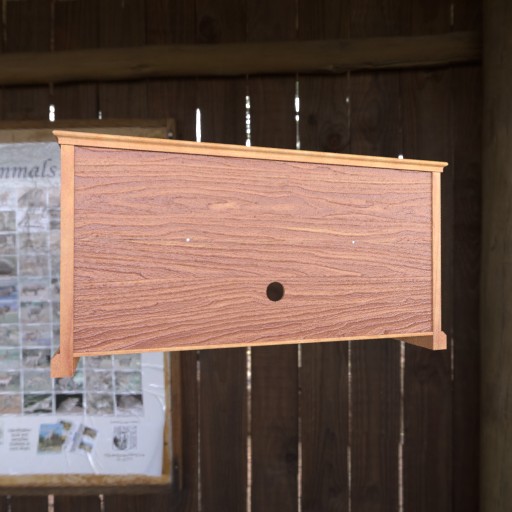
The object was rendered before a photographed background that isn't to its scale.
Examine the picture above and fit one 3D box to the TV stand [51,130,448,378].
[{"bbox_3d":[0.000,0.000,1.455,1.181,0.607,0.417,0,-1,-18],"label":"TV stand"}]
